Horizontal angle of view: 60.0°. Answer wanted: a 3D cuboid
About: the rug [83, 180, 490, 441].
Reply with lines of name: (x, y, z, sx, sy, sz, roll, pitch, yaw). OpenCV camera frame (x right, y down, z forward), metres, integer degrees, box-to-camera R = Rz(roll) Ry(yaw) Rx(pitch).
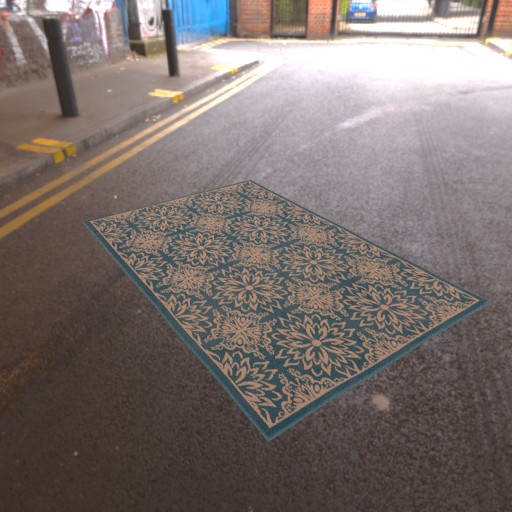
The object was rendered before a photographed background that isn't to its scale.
rug: (0.000, 0.000, 2.275, 1.211, 0.012, 1.833, -20, 36, -30)
